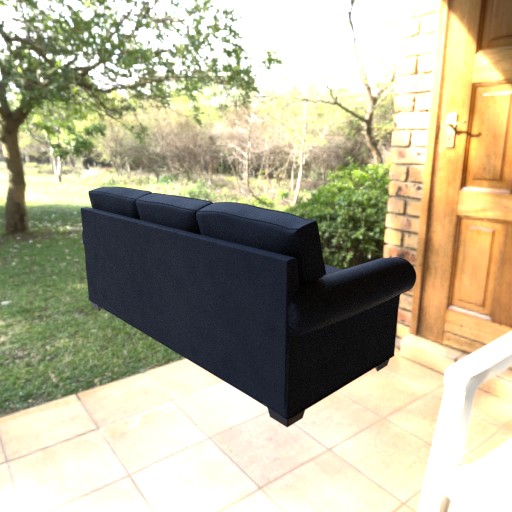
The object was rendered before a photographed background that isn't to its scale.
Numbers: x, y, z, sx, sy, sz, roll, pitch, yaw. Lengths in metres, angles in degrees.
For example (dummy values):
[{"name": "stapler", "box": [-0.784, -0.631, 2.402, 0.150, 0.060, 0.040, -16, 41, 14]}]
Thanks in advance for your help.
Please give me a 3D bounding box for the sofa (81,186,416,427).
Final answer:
[{"name": "sofa", "box": [0.000, 0.000, 3.484, 1.780, 1.063, 2.567, -13, 19, -41]}]
